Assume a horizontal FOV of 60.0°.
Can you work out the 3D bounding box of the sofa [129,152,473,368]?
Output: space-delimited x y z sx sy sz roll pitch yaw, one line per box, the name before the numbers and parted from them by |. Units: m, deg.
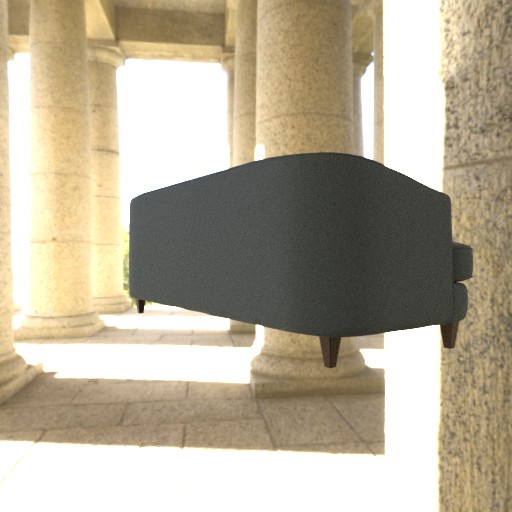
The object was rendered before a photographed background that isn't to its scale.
sofa | 0.000 0.000 2.717 0.941 0.855 2.278 0 0 -36
